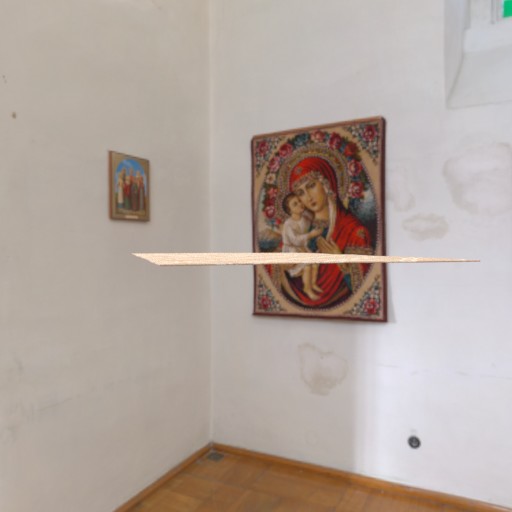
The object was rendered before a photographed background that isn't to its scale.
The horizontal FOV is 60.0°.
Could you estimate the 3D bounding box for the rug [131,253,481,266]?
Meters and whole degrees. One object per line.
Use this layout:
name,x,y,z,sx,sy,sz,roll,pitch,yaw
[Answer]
rug,0.000,0.000,2.236,1.146,0.010,1.745,0,1,-18
